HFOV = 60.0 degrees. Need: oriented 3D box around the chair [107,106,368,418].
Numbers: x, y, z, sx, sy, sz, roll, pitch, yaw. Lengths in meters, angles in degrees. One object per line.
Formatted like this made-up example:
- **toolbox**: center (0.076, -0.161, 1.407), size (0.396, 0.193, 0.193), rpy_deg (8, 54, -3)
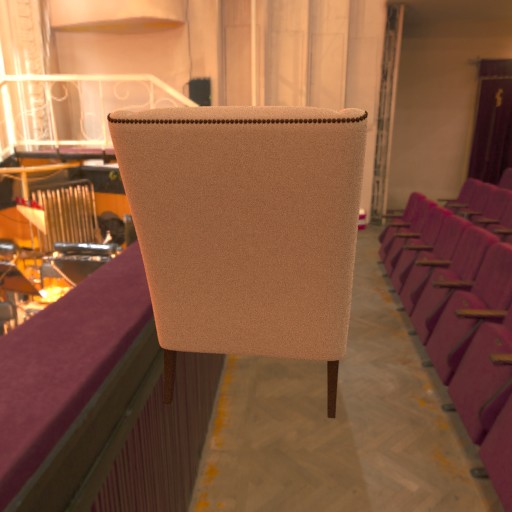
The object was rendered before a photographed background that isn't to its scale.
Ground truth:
- **chair**: center (0.000, 0.000, 1.669), size (0.737, 1.029, 0.940), rpy_deg (2, 16, 8)
